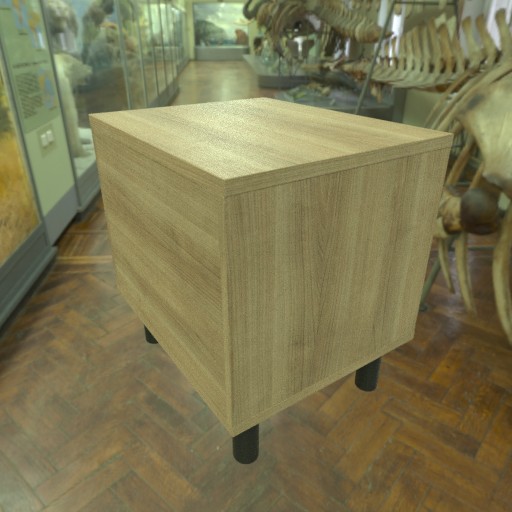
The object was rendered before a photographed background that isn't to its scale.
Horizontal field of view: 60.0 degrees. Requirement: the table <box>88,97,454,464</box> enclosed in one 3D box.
[{"bbox_3d":[0.000,0.000,0.784,0.380,0.460,0.445,-17,32,-30],"label":"table"}]
